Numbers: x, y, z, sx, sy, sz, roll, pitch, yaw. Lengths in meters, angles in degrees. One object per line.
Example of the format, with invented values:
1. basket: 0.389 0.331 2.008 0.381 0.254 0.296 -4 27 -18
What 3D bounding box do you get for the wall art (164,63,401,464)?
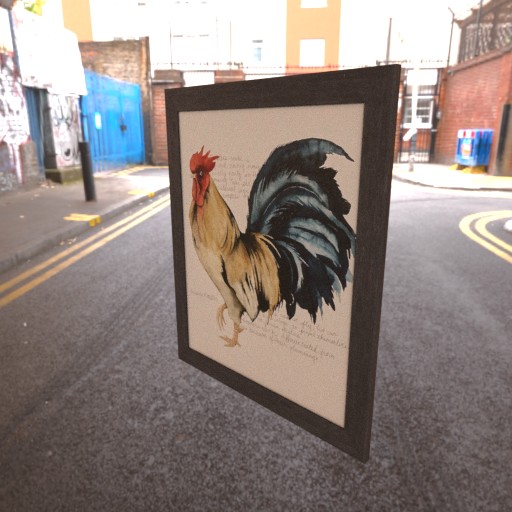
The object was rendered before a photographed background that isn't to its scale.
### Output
1. wall art: 0.000 0.000 0.767 0.476 0.570 0.013 15 21 42
